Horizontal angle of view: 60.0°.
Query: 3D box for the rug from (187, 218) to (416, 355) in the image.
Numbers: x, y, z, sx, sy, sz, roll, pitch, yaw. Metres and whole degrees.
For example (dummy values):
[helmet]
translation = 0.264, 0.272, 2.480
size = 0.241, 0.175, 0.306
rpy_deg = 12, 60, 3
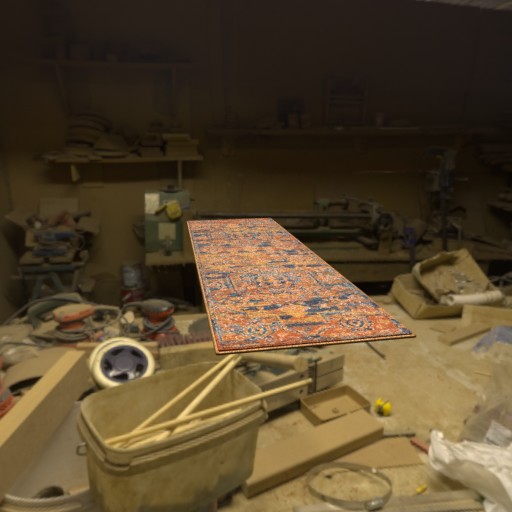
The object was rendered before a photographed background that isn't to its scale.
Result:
[rug]
translation = 0.000, 0.000, 2.028
size = 0.556, 0.013, 1.820
rpy_deg = -3, 15, -10
